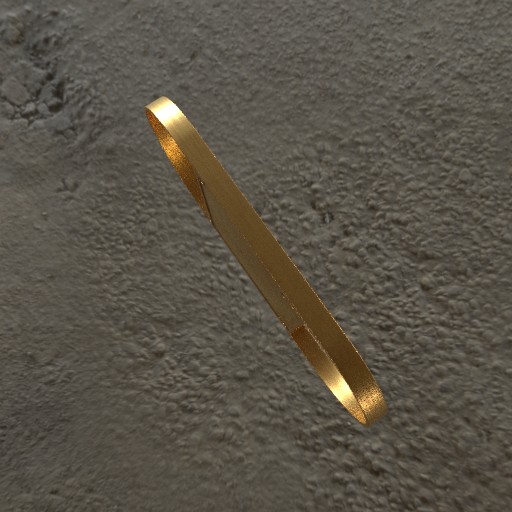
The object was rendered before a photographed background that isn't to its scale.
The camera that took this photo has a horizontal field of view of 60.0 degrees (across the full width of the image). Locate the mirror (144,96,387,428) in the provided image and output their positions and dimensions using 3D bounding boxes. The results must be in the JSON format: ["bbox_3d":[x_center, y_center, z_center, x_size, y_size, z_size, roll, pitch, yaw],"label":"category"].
[{"bbox_3d":[0.000,0.000,0.685,0.032,0.254,0.584,-34,79,-8],"label":"mirror"}]
